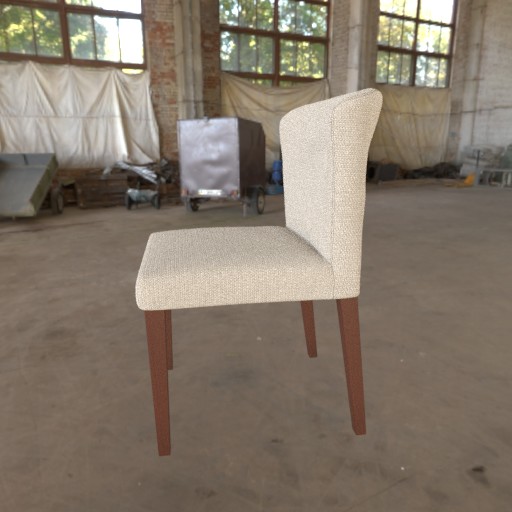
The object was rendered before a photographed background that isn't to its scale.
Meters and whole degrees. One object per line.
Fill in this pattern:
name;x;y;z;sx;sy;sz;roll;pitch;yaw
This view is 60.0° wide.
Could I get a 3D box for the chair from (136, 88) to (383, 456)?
chair;0.000;0.000;1.182;0.589;0.839;0.491;-2;15;-9
